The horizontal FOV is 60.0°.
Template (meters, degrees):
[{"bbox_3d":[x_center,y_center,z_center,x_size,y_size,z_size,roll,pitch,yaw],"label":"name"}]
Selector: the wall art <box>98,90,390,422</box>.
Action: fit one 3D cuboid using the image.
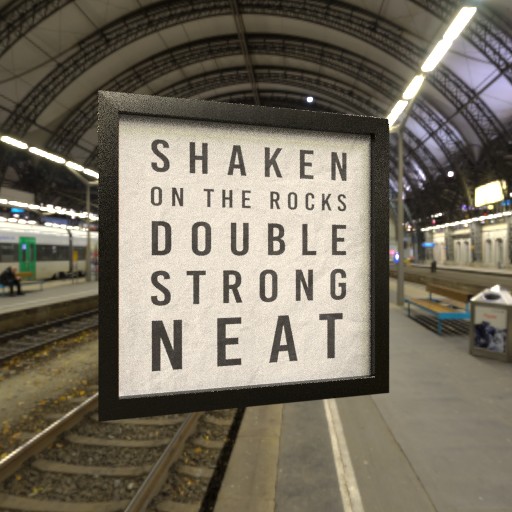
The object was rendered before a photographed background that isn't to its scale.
[{"bbox_3d":[0.000,0.000,0.521,0.349,0.349,0.014,0,0,-16],"label":"wall art"}]
